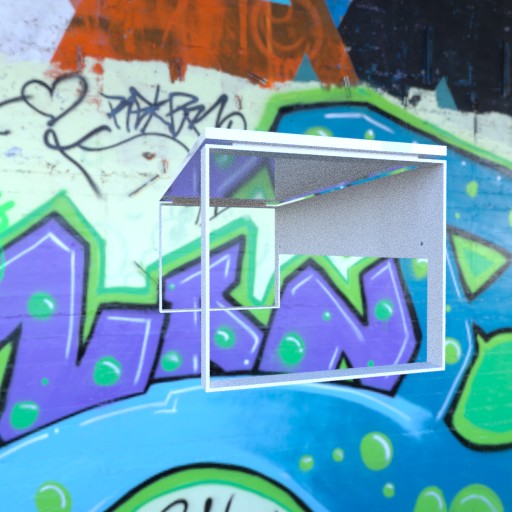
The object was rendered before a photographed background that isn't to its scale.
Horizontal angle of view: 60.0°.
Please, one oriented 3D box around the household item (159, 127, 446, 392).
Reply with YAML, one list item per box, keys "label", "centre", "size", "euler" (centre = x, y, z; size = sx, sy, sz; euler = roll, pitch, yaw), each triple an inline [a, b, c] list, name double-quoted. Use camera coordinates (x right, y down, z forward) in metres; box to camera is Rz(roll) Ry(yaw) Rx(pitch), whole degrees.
- label: "household item"
  centre: [0.000, 0.000, 2.164]
  size: [0.800, 0.745, 1.700]
  euler: [0, 1, -17]
